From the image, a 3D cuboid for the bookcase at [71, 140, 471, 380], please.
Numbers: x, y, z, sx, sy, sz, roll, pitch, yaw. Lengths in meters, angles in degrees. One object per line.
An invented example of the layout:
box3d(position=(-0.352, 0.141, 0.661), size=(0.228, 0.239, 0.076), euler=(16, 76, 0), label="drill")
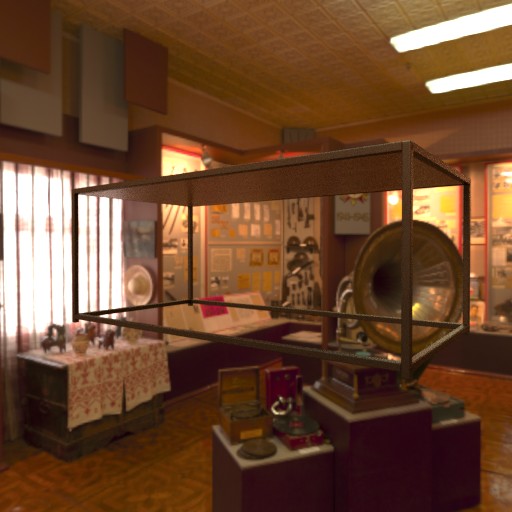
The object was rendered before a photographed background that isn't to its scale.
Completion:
box3d(position=(0.000, 0.000, 1.232), size=(1.000, 0.400, 0.500), euler=(1, 1, 36), label="bookcase")
